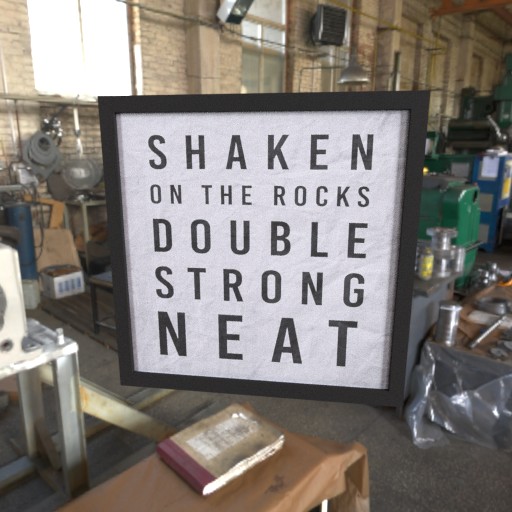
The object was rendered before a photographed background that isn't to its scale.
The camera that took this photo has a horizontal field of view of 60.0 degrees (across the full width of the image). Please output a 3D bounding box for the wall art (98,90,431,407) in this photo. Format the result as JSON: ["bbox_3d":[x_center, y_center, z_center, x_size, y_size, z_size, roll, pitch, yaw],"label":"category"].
[{"bbox_3d":[0.000,0.000,0.662,0.456,0.458,0.013,2,14,8],"label":"wall art"}]
